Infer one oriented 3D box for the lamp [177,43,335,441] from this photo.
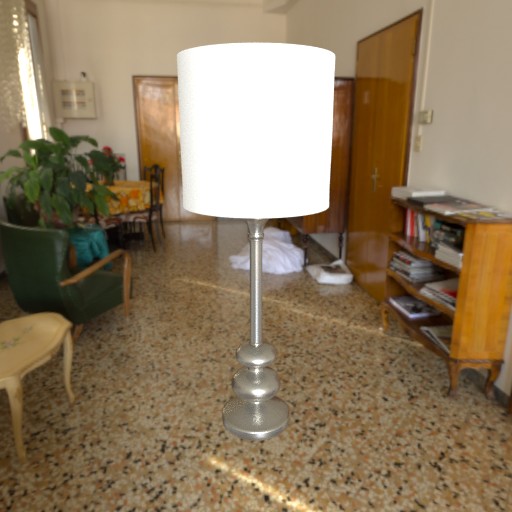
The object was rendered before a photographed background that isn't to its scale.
[{"bbox_3d":[0.000,0.000,0.807,0.254,0.690,0.254,-15,21,-43],"label":"lamp"}]
